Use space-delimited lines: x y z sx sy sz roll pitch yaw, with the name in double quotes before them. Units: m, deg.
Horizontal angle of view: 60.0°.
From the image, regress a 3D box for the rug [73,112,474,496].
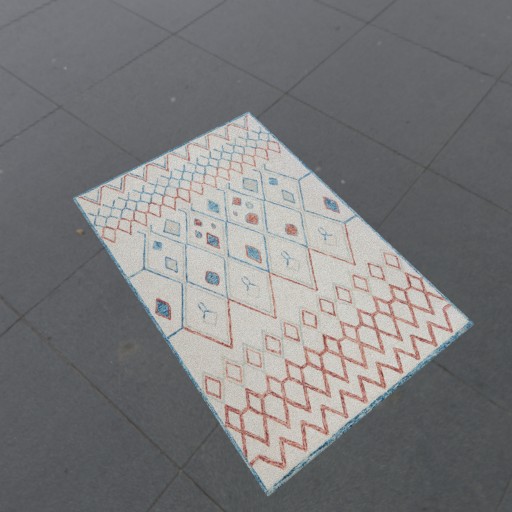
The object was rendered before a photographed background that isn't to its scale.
"rug" 0.000 0.000 2.295 1.219 0.016 1.829 -32 63 -18
